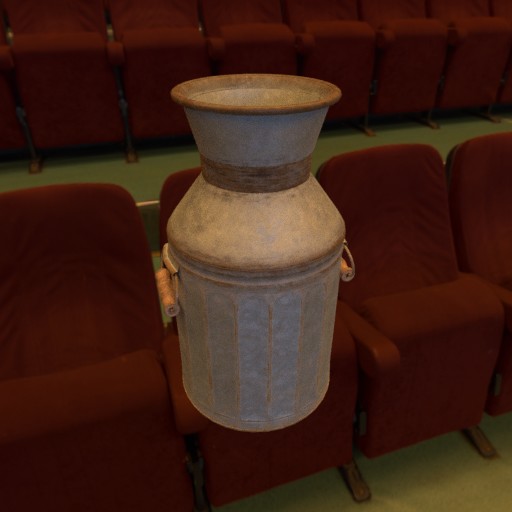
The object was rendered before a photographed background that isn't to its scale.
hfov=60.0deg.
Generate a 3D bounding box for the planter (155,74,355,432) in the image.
[{"bbox_3d":[0.000,0.000,0.549,0.245,0.396,0.214,-10,33,-16],"label":"planter"}]
